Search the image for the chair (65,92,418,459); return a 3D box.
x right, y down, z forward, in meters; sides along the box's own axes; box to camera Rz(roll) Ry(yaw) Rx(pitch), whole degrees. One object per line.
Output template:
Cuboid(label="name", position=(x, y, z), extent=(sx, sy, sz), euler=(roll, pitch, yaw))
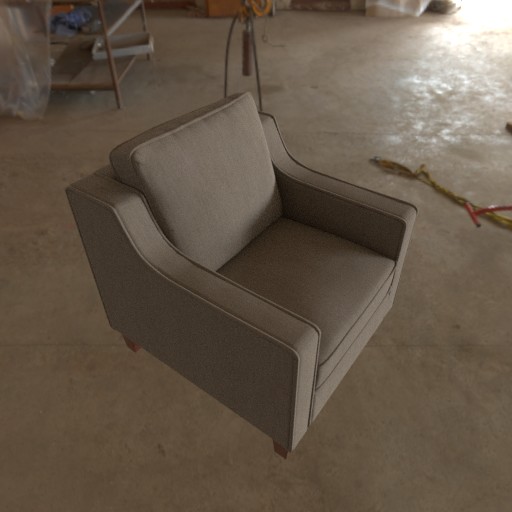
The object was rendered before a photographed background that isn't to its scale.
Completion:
Cuboid(label="chair", position=(0.000, 0.000, 1.666), extent=(0.909, 0.960, 0.831), euler=(26, 47, 27))
